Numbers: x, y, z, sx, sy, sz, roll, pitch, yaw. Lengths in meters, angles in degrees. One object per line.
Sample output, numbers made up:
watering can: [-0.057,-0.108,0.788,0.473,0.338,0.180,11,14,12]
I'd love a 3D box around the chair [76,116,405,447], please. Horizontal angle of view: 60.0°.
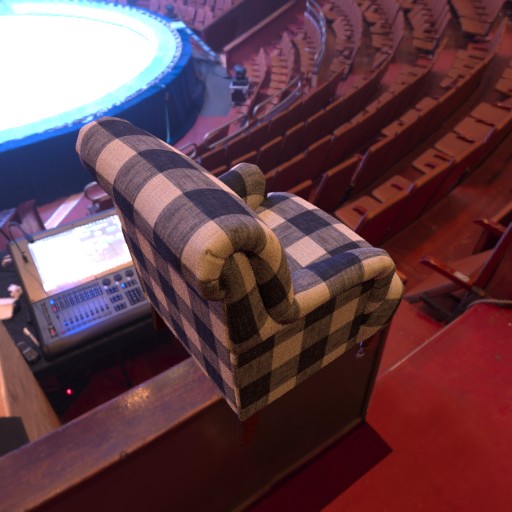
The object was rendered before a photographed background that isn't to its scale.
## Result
chair: [0.000,0.000,1.572,0.848,0.953,0.781,-26,47,-27]
